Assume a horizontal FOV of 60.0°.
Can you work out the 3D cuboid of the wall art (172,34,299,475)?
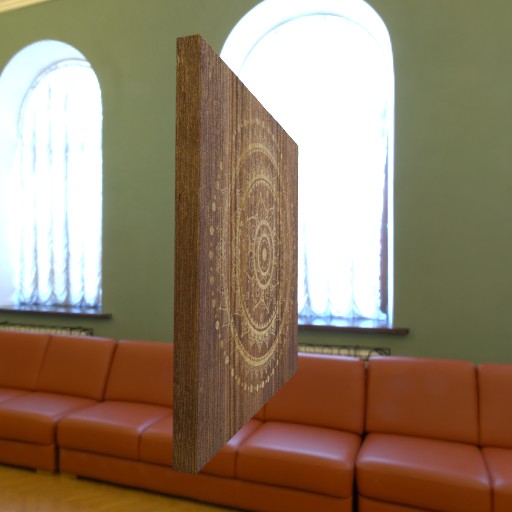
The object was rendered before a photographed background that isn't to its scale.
[{"bbox_3d":[0.000,0.000,0.899,0.042,0.608,0.611,0,0,18],"label":"wall art"}]
